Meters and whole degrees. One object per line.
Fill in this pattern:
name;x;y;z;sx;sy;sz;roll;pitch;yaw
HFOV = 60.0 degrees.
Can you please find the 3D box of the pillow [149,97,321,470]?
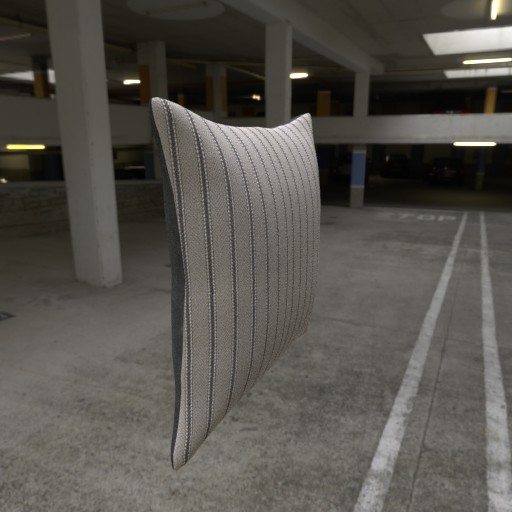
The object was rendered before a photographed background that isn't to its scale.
pillow;0.000;0.000;0.690;0.138;0.444;0.468;7;16;25
